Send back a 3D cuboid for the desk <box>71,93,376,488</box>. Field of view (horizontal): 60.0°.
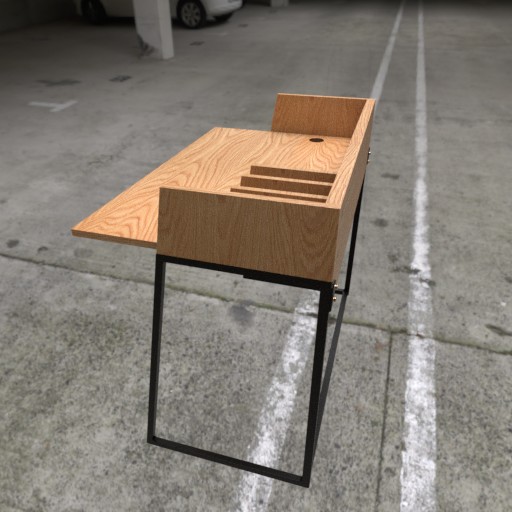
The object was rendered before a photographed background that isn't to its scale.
[{"bbox_3d":[0.000,0.000,1.835,0.769,1.061,1.191,9,32,14],"label":"desk"}]
